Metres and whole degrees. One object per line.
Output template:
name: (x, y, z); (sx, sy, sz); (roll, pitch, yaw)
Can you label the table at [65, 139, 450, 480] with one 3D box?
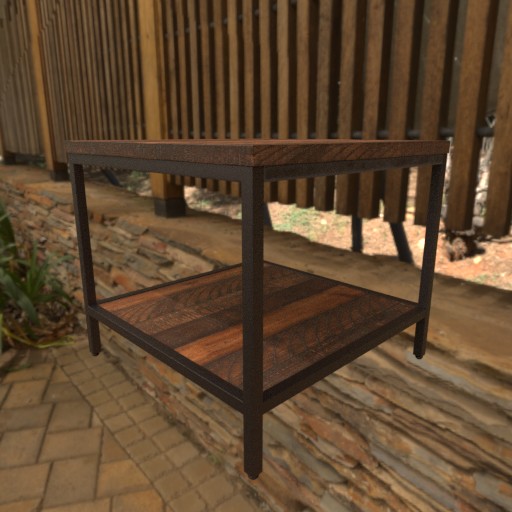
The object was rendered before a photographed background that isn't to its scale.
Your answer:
table: (0.000, 0.000, 0.956); (0.548, 0.482, 0.553); (-14, 21, -42)
